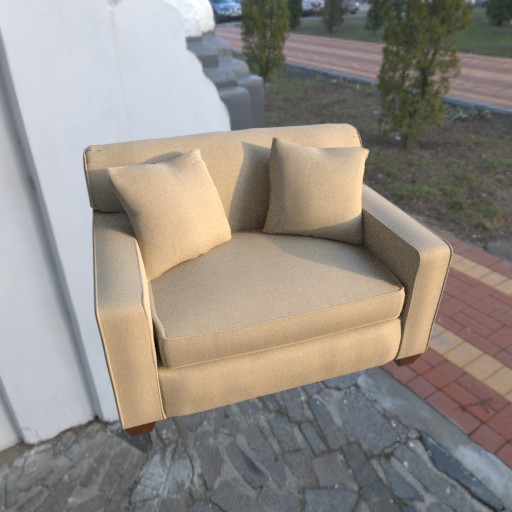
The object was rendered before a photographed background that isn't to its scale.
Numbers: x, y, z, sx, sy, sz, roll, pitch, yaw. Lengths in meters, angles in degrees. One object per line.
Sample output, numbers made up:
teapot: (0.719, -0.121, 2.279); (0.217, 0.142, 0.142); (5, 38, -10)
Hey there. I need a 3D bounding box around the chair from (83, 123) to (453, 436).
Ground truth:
chair: (0.000, 0.000, 2.040); (1.383, 0.948, 1.000); (-10, 32, -15)
